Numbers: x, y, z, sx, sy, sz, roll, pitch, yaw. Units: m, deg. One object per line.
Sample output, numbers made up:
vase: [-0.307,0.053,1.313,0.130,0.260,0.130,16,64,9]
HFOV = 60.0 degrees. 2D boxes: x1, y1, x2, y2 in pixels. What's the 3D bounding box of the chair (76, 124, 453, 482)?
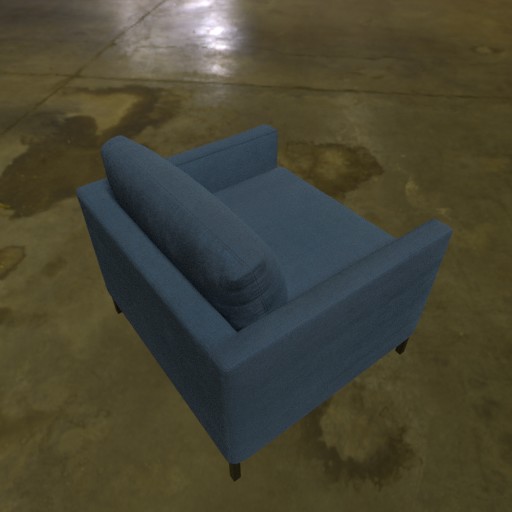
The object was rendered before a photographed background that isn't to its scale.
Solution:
chair: [0.000,0.000,1.588,0.875,0.812,0.964,-27,48,-27]
